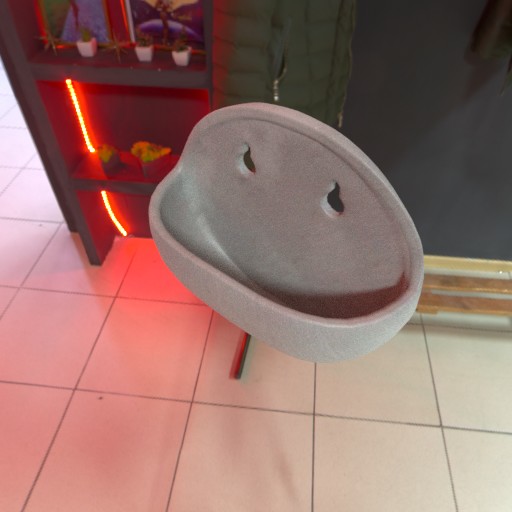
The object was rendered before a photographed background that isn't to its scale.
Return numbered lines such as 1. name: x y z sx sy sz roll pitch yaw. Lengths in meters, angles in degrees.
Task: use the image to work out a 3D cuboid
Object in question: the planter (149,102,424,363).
1. planter: 0.000 0.000 0.275 0.190 0.164 0.073 30 52 26
